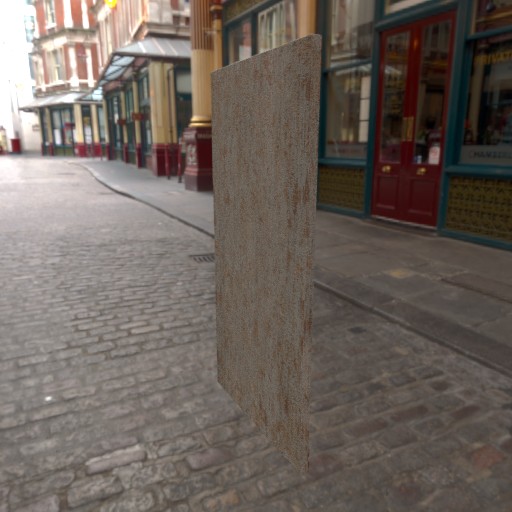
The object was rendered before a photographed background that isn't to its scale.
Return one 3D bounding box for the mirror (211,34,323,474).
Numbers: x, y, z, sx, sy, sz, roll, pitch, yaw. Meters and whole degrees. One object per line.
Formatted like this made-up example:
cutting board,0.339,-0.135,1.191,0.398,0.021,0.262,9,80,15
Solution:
mirror,0.000,0.000,1.109,0.027,0.922,0.472,-7,15,-27
